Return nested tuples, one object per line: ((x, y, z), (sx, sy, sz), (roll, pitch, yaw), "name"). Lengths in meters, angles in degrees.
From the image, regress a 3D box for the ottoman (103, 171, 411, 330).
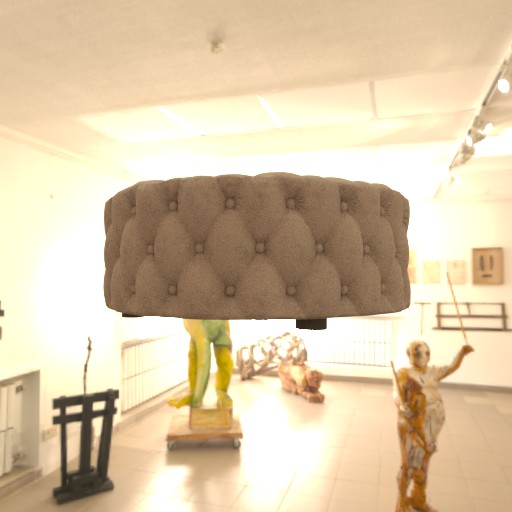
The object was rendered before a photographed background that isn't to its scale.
((0.000, 0.000, 1.515), (0.998, 0.399, 0.998), (0, -2, 0), "ottoman")
